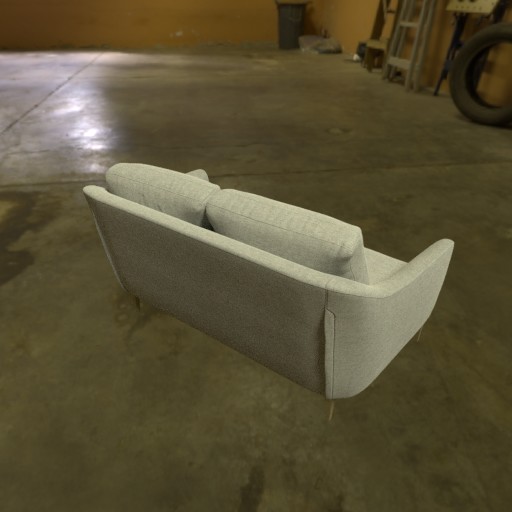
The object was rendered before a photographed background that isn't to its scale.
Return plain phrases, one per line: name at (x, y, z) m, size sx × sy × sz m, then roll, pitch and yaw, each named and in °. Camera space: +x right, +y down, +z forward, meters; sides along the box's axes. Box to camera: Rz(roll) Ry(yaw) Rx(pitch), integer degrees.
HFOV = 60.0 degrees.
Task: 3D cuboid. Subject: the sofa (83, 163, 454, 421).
sofa at (0.000, 0.000, 2.225) m, size 1.619 × 0.904 × 0.960 m, roll 21°, pitch 37°, yaw 31°
